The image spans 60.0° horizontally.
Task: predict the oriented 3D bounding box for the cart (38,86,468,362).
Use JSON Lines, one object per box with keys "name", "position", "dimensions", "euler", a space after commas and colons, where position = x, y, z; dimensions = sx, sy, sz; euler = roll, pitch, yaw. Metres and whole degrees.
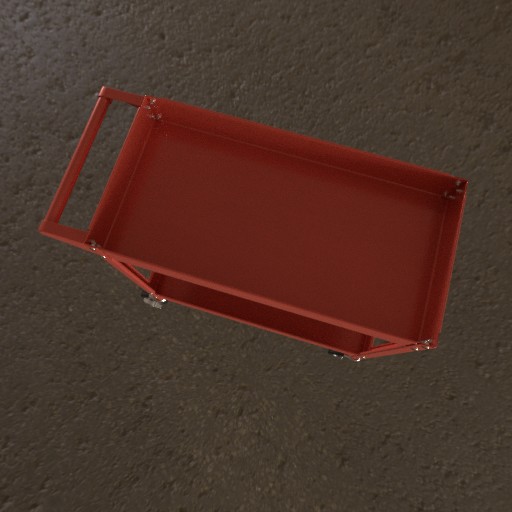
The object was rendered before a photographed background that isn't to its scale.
{"name": "cart", "position": [0.000, 0.000, 1.190], "dimensions": [0.779, 0.719, 0.366], "euler": [16, 76, 4]}
